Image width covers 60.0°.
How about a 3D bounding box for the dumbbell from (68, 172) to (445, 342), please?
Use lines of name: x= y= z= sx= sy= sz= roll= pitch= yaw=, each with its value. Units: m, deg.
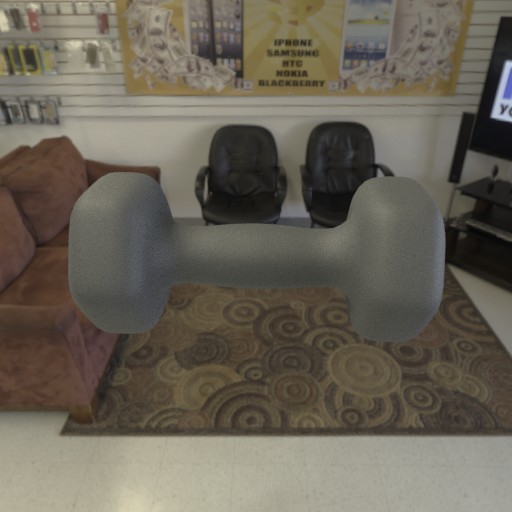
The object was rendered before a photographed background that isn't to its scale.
dumbbell: x=0.000 y=0.000 z=0.310 sx=0.240 sy=0.105 sz=0.116 roll=2 pitch=30 yaw=3
